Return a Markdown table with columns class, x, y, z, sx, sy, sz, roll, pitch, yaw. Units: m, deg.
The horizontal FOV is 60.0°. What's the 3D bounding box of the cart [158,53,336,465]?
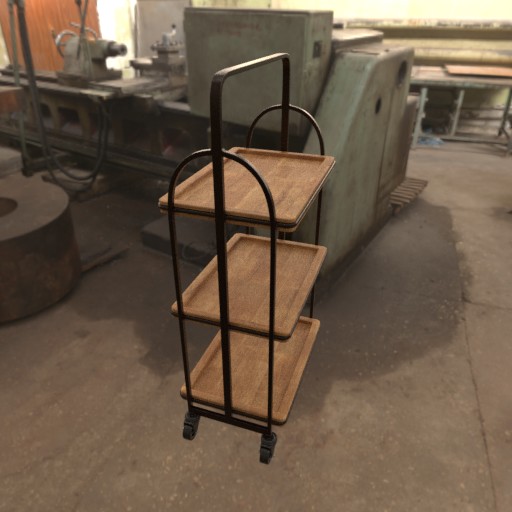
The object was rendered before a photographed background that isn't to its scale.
| class | x | y | z | sx | sy | sz | roll | pitch | yaw |
| --- | --- | --- | --- | --- | --- | --- | --- | --- | --- |
| cart | 0.000 | 0.000 | 1.236 | 0.327 | 1.001 | 0.553 | 10 | 31 | 17 |
